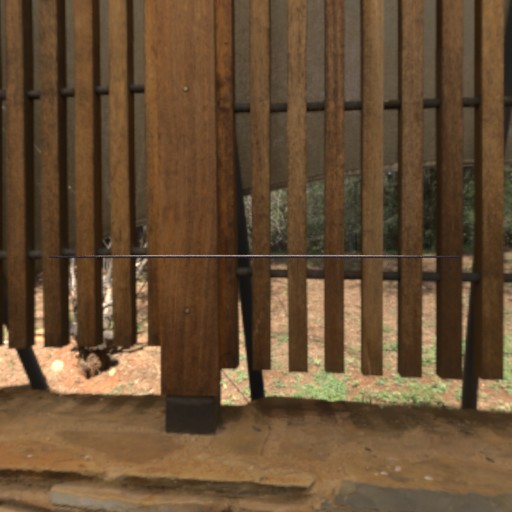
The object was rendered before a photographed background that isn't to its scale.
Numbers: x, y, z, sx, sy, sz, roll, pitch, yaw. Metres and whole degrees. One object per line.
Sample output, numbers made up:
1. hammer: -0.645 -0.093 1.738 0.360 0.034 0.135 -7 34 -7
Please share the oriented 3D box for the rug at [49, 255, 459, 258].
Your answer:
1. rug: 0.000 0.000 2.851 1.630 0.009 2.232 0 0 1
